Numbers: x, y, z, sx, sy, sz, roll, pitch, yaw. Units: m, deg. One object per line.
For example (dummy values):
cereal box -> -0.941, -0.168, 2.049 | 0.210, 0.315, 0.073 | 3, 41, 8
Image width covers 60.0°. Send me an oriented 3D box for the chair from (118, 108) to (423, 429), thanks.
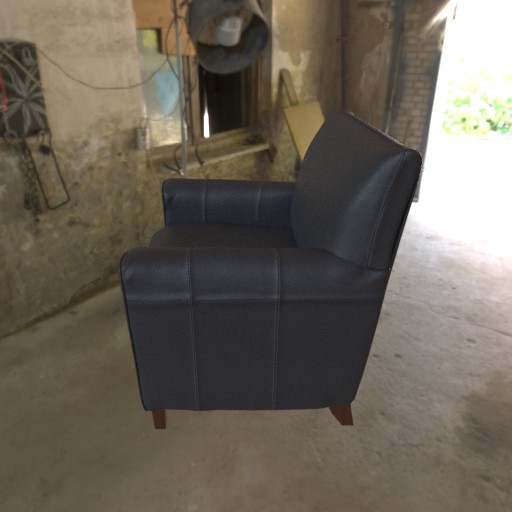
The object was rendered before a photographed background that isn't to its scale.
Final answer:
chair -> 0.000, 0.000, 1.630 | 0.825, 0.943, 0.870 | -1, 25, -2
